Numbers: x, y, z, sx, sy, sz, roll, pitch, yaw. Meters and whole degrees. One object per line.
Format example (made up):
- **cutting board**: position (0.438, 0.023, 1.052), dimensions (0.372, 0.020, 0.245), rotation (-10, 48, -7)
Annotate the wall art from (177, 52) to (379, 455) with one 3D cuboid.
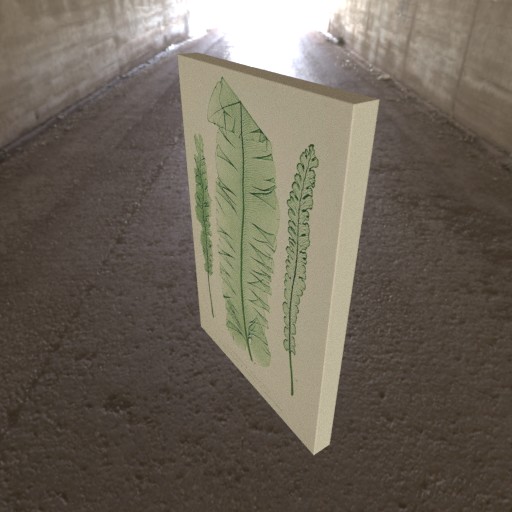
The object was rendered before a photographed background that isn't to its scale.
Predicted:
- **wall art**: position (0.000, 0.000, 0.781), dimensions (0.038, 0.608, 0.418), rotation (-20, 38, -29)
